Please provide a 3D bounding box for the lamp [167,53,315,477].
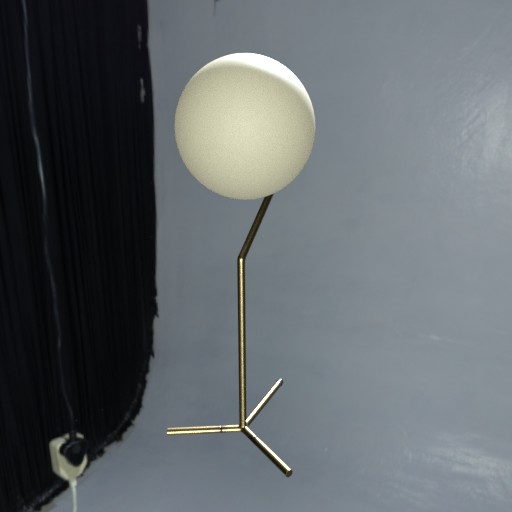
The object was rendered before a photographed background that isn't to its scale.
[{"bbox_3d":[0.000,0.000,0.669,0.210,0.552,0.251,7,17,25],"label":"lamp"}]
